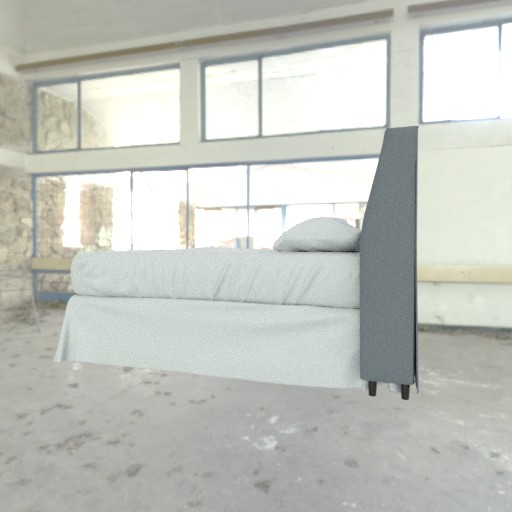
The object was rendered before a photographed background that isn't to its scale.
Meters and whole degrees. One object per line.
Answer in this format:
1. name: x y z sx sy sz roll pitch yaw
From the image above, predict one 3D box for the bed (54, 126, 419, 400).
1. bed: 0.000 0.000 3.337 2.276 1.332 1.925 1 2 19
